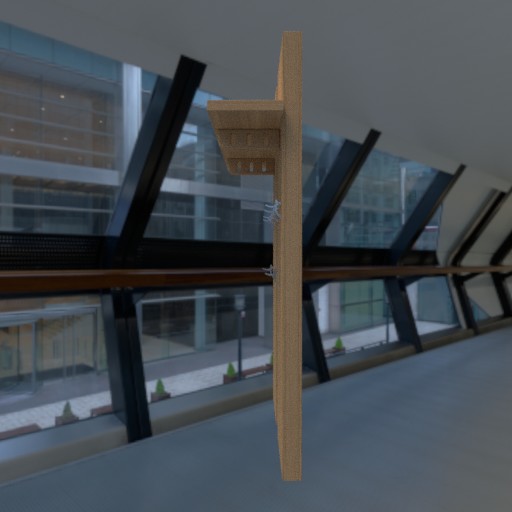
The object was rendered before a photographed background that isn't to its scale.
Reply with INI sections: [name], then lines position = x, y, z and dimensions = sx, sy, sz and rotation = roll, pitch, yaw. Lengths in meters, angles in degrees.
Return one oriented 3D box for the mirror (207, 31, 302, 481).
[mirror]
position = 0.000, 0.000, 1.586
dimensions = 0.260, 1.250, 0.800
rotation = 0, 0, 0
